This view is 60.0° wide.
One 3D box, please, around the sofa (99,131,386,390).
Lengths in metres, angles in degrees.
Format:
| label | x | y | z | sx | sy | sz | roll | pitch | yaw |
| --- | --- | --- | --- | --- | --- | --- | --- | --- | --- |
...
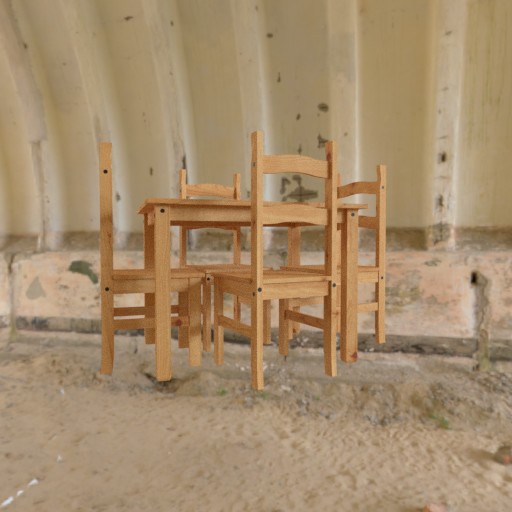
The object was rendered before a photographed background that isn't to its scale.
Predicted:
| label | x | y | z | sx | sy | sz | roll | pitch | yaw |
| --- | --- | --- | --- | --- | --- | --- | --- | --- | --- |
| sofa | 0.000 | 0.000 | 2.300 | 1.529 | 1.000 | 1.144 | -1 | 2 | -18 |
